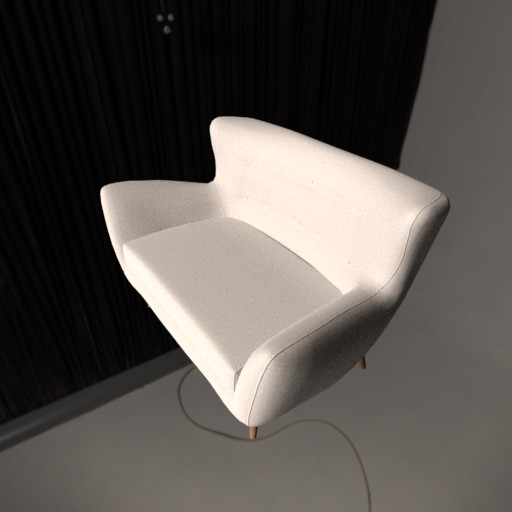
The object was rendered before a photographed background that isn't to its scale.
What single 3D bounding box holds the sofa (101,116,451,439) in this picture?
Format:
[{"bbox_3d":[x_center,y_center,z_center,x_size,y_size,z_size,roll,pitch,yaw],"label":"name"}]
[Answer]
[{"bbox_3d":[0.000,0.000,1.961,0.921,0.878,1.424,-20,37,-29],"label":"sofa"}]
